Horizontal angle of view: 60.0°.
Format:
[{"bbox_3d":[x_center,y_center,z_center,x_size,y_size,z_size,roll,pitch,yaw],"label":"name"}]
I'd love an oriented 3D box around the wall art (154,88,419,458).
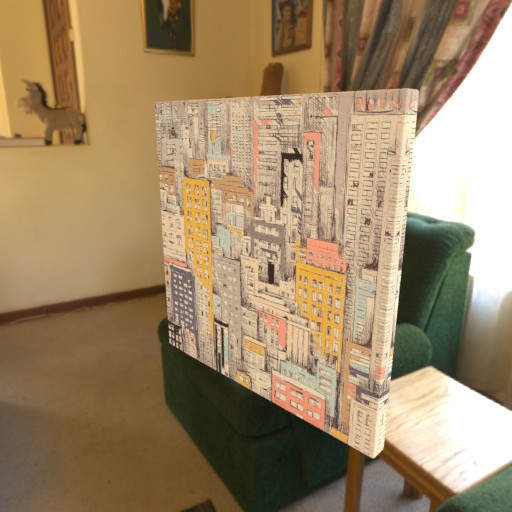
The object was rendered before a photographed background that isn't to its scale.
[{"bbox_3d":[0.000,0.000,0.900,0.607,0.608,0.038,16,23,42],"label":"wall art"}]
